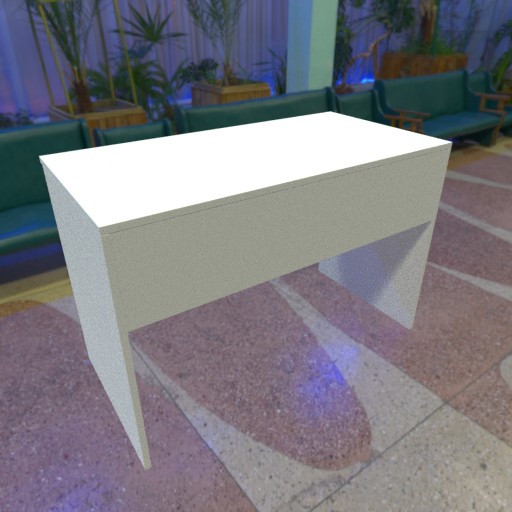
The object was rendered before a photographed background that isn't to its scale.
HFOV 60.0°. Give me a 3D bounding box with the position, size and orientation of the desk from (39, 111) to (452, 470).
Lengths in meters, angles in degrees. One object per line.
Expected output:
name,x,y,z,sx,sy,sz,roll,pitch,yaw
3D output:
desk,0.000,0.000,1.495,1.100,0.730,0.560,-18,34,-29
